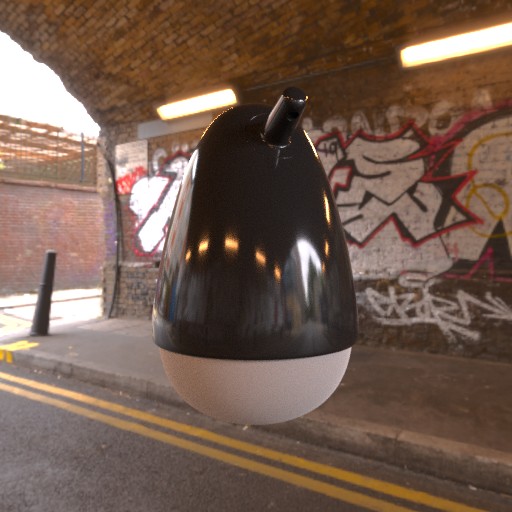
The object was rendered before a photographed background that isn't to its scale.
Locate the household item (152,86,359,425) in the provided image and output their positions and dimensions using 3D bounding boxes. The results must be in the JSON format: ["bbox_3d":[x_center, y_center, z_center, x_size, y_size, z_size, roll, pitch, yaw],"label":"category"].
[{"bbox_3d":[0.000,0.000,0.223,0.102,0.152,0.104,0,0,-18],"label":"household item"}]
